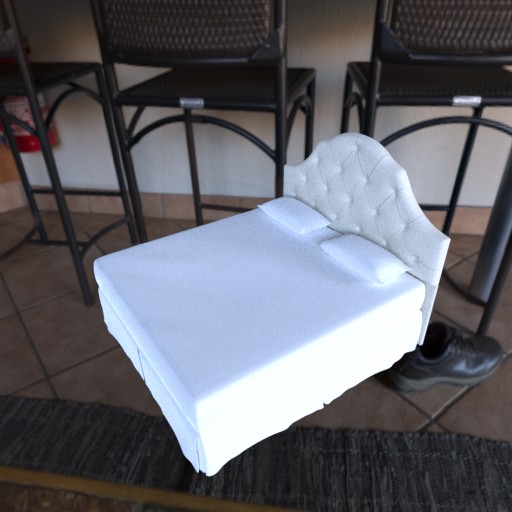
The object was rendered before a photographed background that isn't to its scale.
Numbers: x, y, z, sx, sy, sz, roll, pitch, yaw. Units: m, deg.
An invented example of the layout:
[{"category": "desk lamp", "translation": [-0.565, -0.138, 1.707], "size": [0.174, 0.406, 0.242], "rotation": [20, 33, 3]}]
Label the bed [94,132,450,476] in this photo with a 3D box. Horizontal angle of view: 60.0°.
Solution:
[{"category": "bed", "translation": [0.000, 0.000, 3.614], "size": [2.214, 1.615, 2.008], "rotation": [-20, 37, -29]}]
